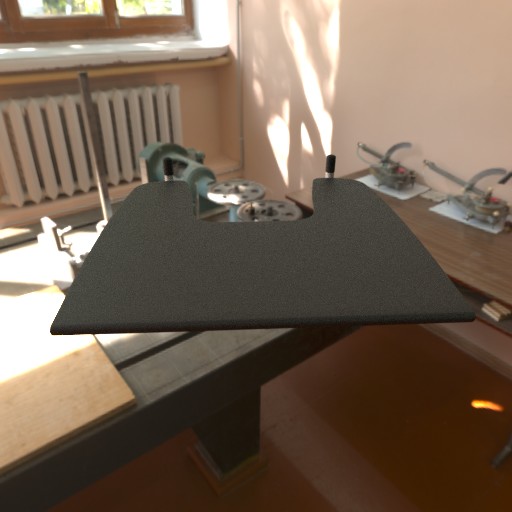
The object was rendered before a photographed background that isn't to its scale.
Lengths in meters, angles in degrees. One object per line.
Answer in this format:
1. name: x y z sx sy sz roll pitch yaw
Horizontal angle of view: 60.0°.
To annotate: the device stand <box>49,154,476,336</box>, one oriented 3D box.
1. device stand: 0.000 0.000 0.347 0.230 0.092 0.230 -1 30 -3
